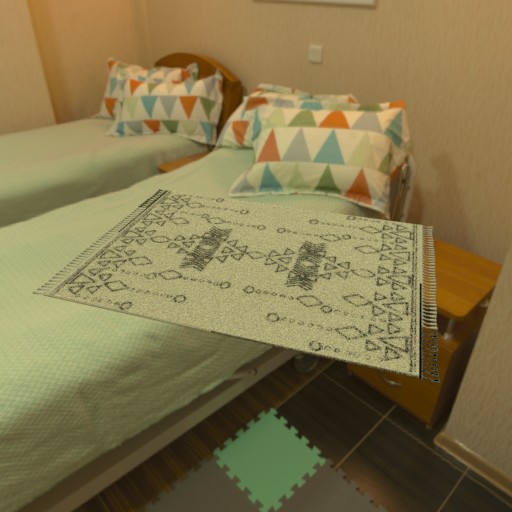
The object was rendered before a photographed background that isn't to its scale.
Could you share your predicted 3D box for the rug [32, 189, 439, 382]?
[{"bbox_3d":[0.000,0.000,3.011,2.312,0.013,1.600,10,34,15],"label":"rug"}]
